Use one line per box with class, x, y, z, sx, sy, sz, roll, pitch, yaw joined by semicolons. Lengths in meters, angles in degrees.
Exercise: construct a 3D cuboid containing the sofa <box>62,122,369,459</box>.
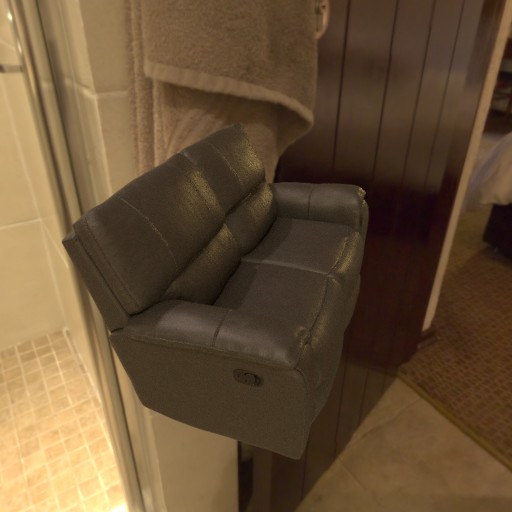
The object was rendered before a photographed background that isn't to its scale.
sofa;0.000;0.000;2.467;1.104;1.111;1.765;10;32;17
